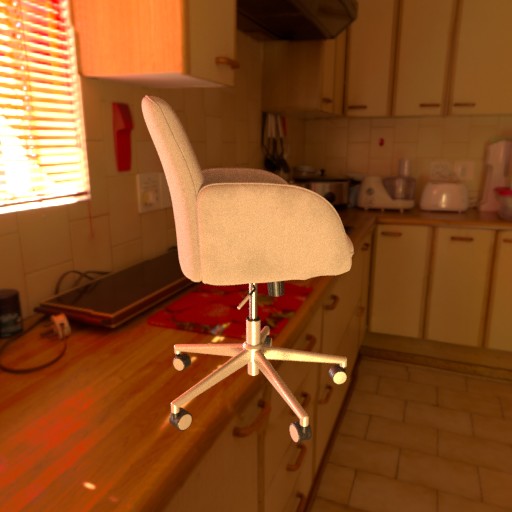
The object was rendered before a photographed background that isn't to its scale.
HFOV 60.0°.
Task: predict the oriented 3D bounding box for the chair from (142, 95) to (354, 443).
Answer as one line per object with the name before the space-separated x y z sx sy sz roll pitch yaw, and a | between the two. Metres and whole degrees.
chair | 0.000 0.000 1.433 0.654 0.959 0.648 -2 15 -8
